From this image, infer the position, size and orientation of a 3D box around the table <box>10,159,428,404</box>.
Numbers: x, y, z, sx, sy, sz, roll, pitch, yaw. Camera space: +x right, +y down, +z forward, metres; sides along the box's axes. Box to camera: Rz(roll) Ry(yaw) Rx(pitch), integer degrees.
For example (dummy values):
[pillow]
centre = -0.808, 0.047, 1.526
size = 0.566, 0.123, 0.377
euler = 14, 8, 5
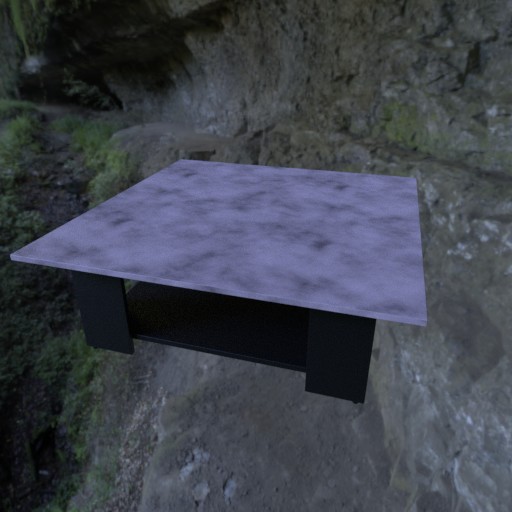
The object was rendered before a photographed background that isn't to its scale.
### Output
[table]
centre = 0.000, 0.000, 1.332
size = 0.890, 0.305, 0.890
euler = 8, 28, 15
